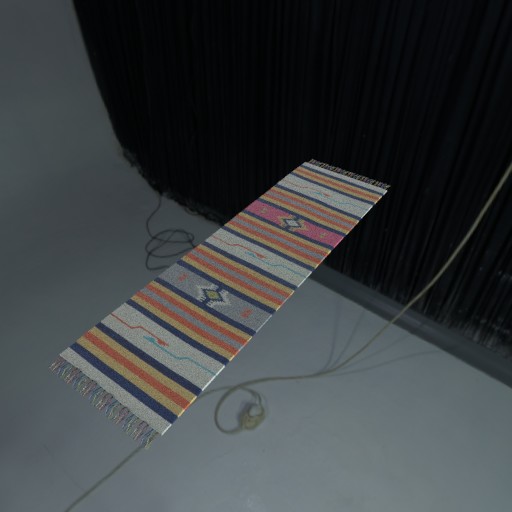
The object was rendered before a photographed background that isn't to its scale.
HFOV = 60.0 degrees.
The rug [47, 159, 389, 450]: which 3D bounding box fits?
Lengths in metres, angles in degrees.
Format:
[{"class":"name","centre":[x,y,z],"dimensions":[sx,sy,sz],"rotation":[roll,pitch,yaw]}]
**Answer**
[{"class":"rug","centre":[0.000,0.000,2.700],"dimensions":[0.695,0.017,2.455],"rotation":[26,48,26]}]
